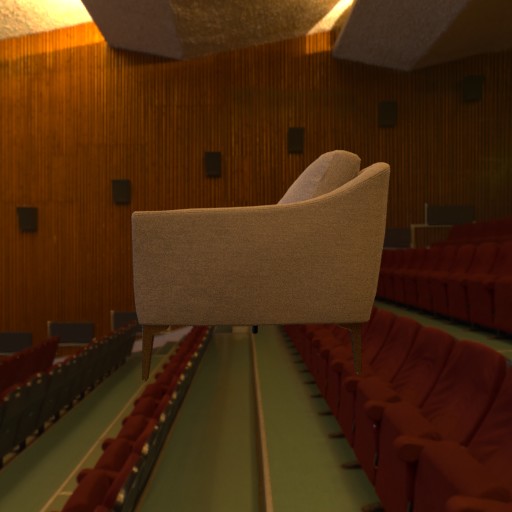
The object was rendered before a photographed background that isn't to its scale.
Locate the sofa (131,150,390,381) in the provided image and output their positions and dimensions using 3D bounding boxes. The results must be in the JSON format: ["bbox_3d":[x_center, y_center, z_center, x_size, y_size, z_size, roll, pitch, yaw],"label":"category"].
[{"bbox_3d":[0.000,0.000,2.608,0.980,0.913,2.036,0,0,-2],"label":"sofa"}]
